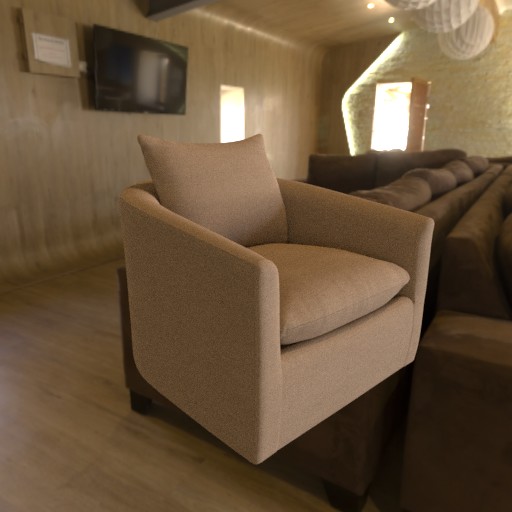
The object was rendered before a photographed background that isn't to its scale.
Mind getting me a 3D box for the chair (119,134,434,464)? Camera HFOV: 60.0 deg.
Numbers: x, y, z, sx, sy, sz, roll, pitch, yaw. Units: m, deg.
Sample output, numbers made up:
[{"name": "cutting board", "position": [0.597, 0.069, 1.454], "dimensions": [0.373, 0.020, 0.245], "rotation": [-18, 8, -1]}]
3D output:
[{"name": "chair", "position": [0.000, 0.000, 1.590], "dimensions": [0.845, 0.848, 0.910], "rotation": [-14, 20, -41]}]
